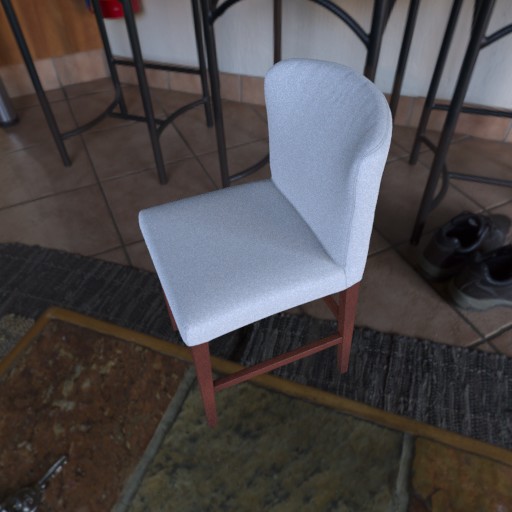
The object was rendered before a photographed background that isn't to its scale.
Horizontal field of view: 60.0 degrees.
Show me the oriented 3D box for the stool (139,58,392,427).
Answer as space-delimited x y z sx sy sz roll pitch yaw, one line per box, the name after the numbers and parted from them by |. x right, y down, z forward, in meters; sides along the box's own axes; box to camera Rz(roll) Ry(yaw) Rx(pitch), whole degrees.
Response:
0.000 0.000 1.291 0.568 0.968 0.479 -17 48 -16 | stool
